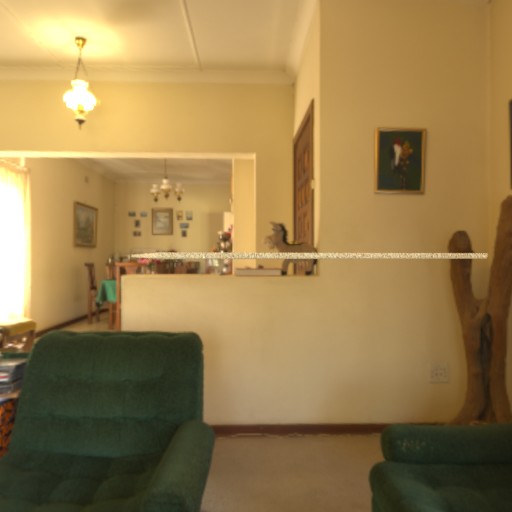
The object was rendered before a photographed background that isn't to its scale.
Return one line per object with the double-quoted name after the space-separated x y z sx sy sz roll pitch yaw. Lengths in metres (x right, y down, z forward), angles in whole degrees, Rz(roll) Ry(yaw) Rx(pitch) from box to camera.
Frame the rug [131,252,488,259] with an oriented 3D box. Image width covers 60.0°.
0.000 0.000 2.938 1.500 0.025 2.346 0 0 -18 "rug"
